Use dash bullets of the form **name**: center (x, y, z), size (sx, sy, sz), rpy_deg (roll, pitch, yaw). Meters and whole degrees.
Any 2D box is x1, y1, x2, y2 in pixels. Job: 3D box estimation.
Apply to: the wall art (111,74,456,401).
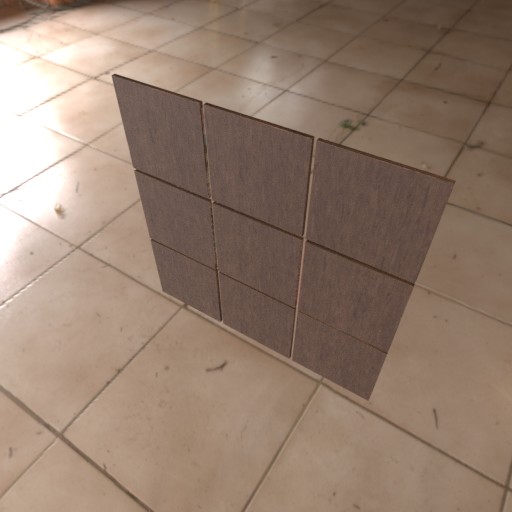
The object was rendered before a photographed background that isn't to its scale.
- **wall art**: center (0.000, 0.000, 1.361), size (0.915, 0.914, 0.013), rpy_deg (24, 51, 22)
